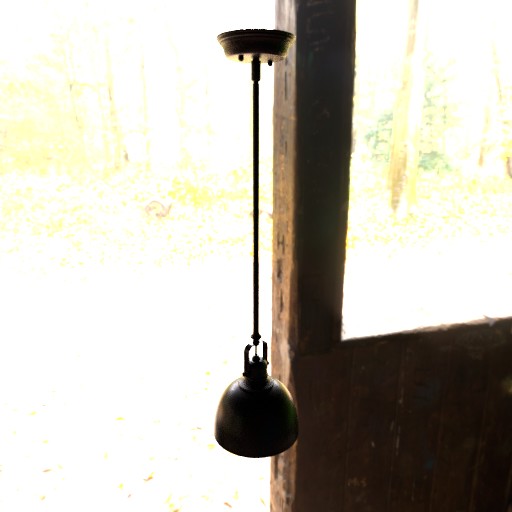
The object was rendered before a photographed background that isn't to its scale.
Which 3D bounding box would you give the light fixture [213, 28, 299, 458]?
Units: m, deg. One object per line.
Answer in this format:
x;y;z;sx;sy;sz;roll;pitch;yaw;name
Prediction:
0.000;0.000;0.852;0.182;0.768;0.182;14;20;43;light fixture
